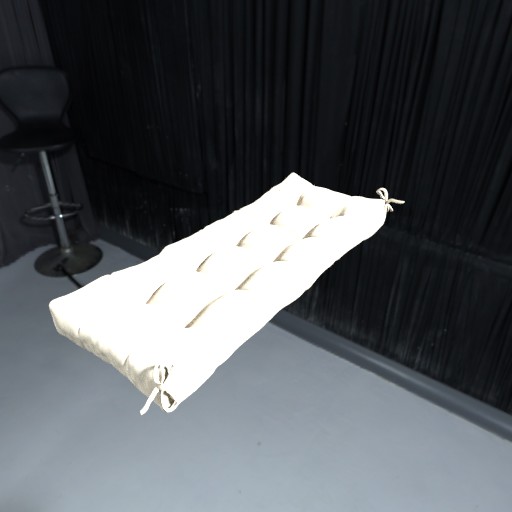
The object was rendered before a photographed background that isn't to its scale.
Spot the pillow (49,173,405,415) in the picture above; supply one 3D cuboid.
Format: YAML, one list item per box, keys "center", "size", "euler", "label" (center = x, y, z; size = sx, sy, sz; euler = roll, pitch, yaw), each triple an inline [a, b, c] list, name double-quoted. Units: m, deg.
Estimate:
- center: [0.000, 0.000, 1.384]
  size: [0.511, 0.174, 1.194]
  euler: [23, 39, 31]
  label: "pillow"
